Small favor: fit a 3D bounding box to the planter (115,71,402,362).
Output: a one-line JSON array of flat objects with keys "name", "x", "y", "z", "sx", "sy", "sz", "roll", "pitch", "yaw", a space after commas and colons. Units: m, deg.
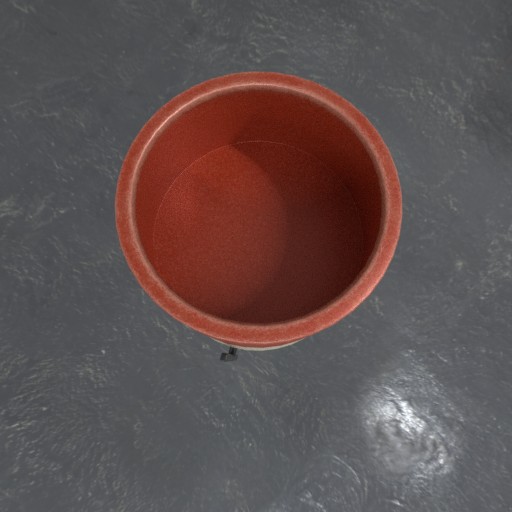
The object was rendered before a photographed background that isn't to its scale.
[{"name": "planter", "x": 0.000, "y": 0.000, "z": 0.527, "sx": 0.235, "sy": 0.354, "sz": 0.251, "roll": 15, "pitch": 78, "yaw": 3}]
